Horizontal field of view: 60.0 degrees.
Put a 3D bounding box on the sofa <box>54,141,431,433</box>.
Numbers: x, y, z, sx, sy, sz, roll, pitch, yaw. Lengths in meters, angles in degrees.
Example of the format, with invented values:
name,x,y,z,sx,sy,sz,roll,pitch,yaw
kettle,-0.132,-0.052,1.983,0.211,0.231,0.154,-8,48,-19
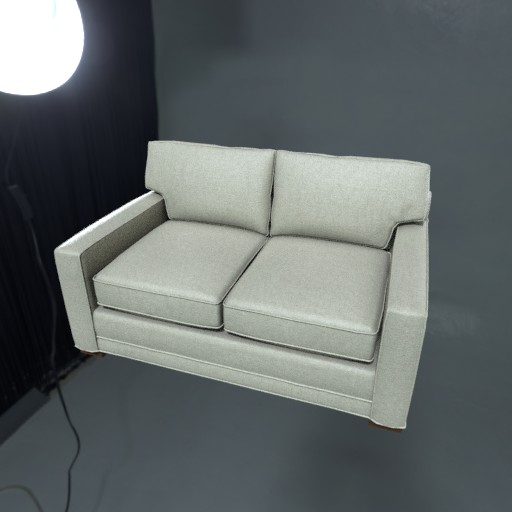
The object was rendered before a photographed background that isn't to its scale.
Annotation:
name,x,y,z,sx,sy,sz,roll,pitch,yaw
sofa,0.000,0.000,2.066,1.484,0.853,0.940,9,29,17
